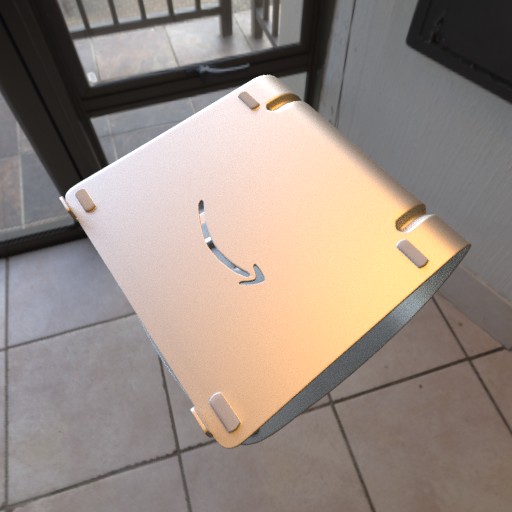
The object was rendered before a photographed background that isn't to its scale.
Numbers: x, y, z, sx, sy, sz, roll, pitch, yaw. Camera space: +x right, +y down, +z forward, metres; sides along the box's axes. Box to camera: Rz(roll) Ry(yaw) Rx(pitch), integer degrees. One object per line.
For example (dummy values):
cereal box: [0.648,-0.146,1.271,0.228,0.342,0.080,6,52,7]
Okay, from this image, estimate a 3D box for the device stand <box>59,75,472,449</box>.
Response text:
device stand: [0.000,0.000,0.398,0.236,0.155,0.256,-31,63,-18]
